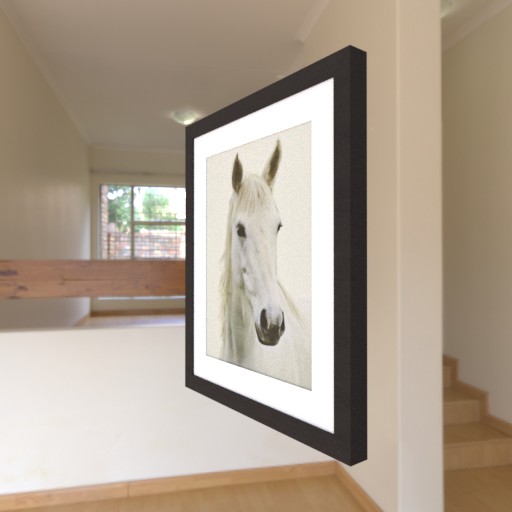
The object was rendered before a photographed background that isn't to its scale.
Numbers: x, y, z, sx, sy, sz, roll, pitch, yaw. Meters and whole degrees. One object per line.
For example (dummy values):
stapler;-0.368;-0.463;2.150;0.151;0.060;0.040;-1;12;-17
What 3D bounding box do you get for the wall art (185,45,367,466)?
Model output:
wall art;0.000;0.000;0.772;0.034;0.552;0.455;0;0;-37
